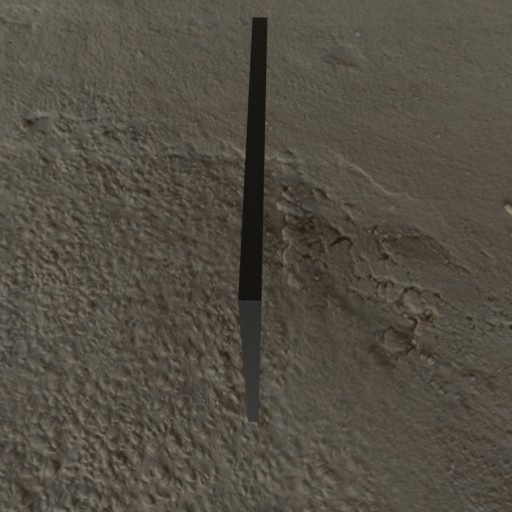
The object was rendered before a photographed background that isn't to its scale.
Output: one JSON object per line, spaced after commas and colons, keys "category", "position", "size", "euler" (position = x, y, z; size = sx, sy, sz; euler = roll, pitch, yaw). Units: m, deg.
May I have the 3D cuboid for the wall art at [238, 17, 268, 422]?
{"category": "wall art", "position": [0.000, 0.000, 1.395], "size": [0.039, 1.061, 0.804], "euler": [1, 59, 1]}
